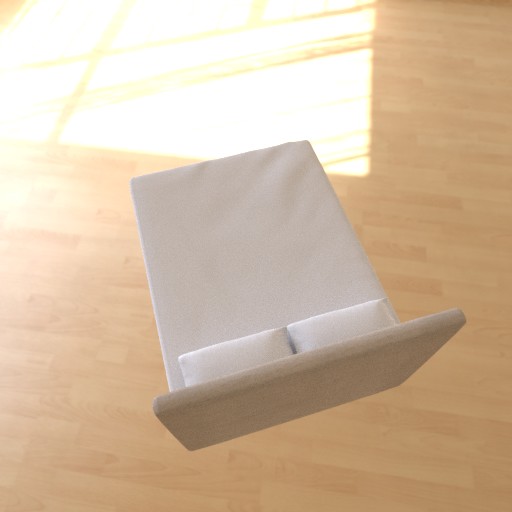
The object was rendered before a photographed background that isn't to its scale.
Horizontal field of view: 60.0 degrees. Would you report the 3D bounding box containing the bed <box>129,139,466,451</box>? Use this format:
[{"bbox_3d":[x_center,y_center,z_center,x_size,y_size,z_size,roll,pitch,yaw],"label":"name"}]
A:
[{"bbox_3d":[0.000,0.000,3.241,1.713,1.330,2.162,-14,60,-8],"label":"bed"}]
